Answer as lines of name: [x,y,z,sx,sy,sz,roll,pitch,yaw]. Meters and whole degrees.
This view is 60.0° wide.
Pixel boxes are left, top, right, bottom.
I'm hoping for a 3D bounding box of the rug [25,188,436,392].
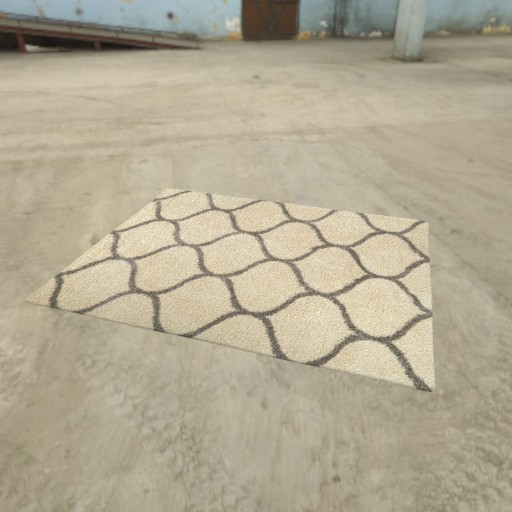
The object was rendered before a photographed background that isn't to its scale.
rug: [0.000,0.000,4.002,3.000,0.026,2.399,9,32,15]
